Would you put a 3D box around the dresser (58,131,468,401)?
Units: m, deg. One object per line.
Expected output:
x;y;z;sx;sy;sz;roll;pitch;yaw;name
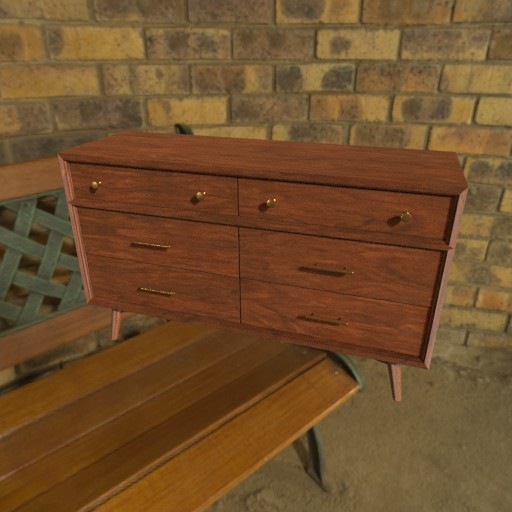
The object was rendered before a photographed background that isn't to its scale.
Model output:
0.000;0.000;1.909;1.472;0.889;0.500;8;27;16;dresser
